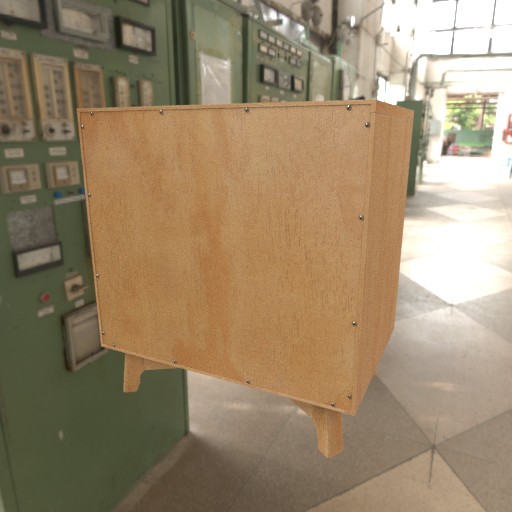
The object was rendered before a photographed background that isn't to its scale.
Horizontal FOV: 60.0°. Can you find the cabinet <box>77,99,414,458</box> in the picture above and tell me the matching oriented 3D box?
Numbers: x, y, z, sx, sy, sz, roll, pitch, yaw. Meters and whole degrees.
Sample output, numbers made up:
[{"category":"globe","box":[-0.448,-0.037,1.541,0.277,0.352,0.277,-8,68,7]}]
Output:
[{"category":"cabinet","box":[0.000,0.000,0.957,0.551,0.599,0.394,8,17,25]}]
